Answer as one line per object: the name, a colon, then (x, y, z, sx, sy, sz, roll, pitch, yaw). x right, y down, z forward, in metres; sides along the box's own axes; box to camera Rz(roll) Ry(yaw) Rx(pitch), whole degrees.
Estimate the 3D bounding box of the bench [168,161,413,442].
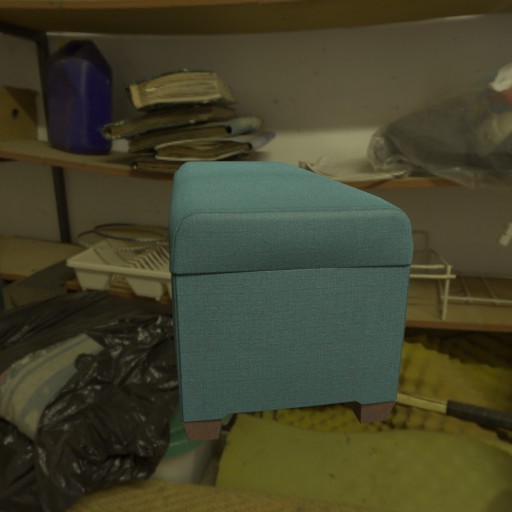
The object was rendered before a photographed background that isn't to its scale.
bench: (0.000, 0.000, 1.278, 0.476, 0.474, 0.995, -3, 17, -9)
